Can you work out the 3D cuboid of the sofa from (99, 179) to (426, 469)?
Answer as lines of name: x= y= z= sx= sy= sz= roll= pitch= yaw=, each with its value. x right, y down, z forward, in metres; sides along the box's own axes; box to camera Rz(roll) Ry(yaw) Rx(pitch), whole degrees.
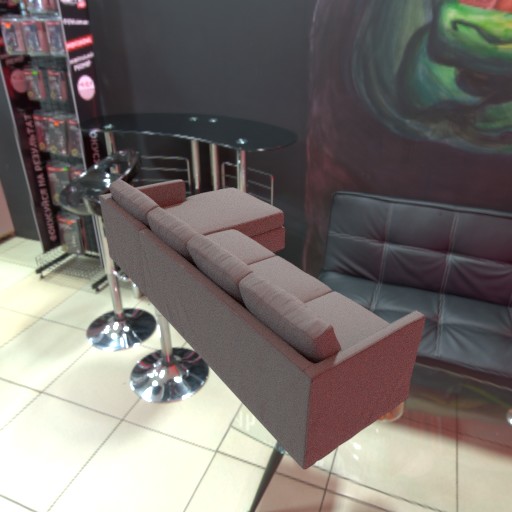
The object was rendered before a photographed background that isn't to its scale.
sofa: x=0.000 y=0.000 z=3.834 sx=1.622 sy=0.867 sz=3.177 roll=-19 pitch=33 yaw=-31
